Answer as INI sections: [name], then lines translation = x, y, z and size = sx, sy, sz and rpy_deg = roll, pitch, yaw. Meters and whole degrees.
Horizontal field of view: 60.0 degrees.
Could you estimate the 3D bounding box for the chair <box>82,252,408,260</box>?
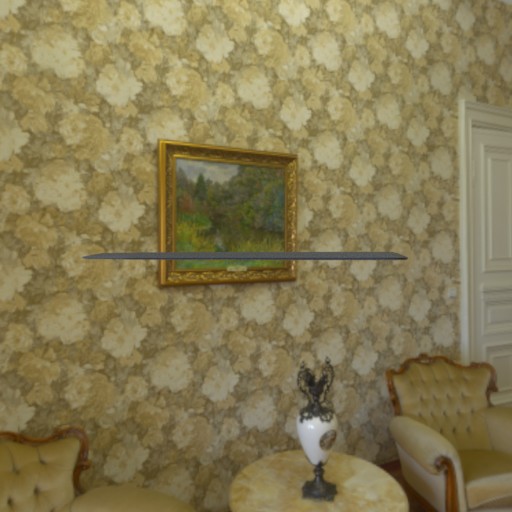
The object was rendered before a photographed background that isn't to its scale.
[chair]
translation = 0.000, 0.000, 1.958
size = 1.219, 0.024, 1.372
rpy_deg = 0, 0, 16
